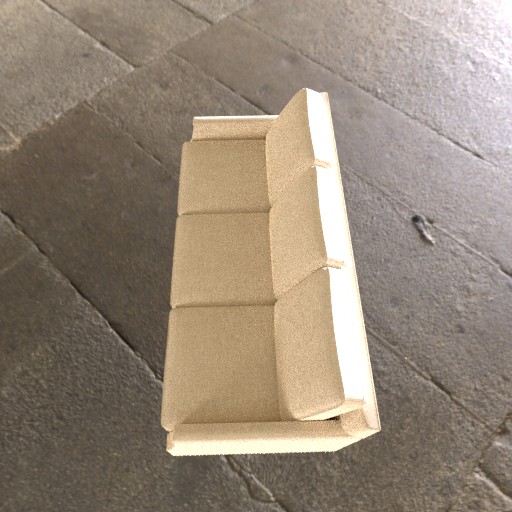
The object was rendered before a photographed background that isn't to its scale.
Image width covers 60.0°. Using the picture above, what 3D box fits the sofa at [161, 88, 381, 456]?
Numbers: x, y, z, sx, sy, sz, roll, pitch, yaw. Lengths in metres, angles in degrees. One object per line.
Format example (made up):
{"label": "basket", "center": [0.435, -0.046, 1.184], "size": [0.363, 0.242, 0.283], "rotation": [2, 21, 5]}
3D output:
{"label": "sofa", "center": [0.000, 0.000, 2.787], "size": [1.041, 0.940, 2.210], "rotation": [-1, 60, -1]}
